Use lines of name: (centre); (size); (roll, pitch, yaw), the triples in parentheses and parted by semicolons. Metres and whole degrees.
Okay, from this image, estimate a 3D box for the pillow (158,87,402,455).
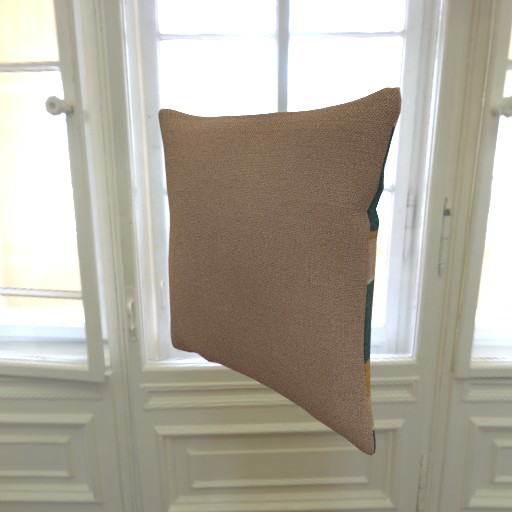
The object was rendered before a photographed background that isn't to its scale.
pillow: (0.000, 0.000, 0.719); (0.158, 0.479, 0.478); (-14, 20, -43)
